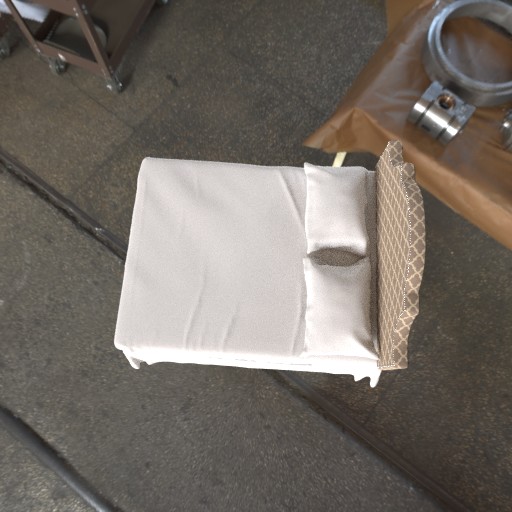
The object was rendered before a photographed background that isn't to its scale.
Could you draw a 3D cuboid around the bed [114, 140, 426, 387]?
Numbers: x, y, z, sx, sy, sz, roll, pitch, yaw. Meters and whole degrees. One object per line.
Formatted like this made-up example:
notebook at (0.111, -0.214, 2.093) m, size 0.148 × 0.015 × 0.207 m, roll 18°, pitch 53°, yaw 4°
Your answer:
bed at (0.000, 0.000, 3.356) m, size 2.222 × 1.633 × 1.780 m, roll 4°, pitch 74°, yaw 1°
